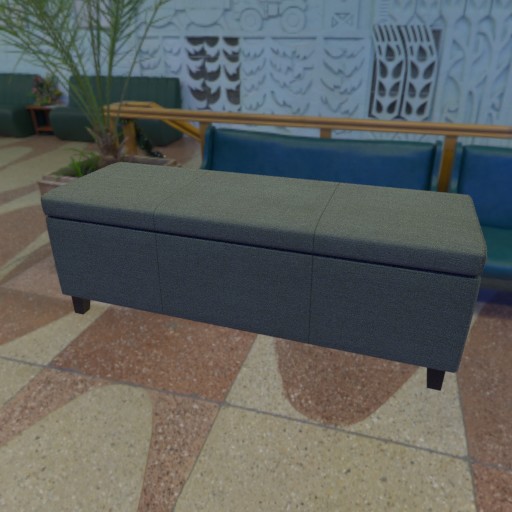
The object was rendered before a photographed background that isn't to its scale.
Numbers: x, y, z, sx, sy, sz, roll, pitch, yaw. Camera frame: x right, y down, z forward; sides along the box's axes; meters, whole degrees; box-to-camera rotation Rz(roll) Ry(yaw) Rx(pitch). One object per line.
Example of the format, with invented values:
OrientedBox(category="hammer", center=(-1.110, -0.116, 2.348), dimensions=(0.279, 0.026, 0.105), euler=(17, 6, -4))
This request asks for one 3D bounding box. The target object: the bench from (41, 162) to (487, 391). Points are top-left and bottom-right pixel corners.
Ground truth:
OrientedBox(category="bench", center=(0.000, 0.000, 1.441), dimensions=(1.269, 0.438, 0.446), euler=(8, 28, 16))
